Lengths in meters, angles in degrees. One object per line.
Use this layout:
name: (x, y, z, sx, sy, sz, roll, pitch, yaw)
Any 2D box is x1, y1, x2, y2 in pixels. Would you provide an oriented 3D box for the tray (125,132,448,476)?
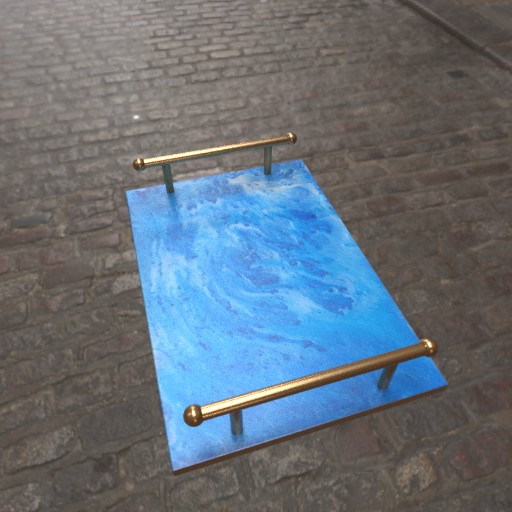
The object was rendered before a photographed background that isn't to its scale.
tray: (0.000, 0.000, 0.578, 0.304, 0.084, 0.444, -13, 48, -12)
